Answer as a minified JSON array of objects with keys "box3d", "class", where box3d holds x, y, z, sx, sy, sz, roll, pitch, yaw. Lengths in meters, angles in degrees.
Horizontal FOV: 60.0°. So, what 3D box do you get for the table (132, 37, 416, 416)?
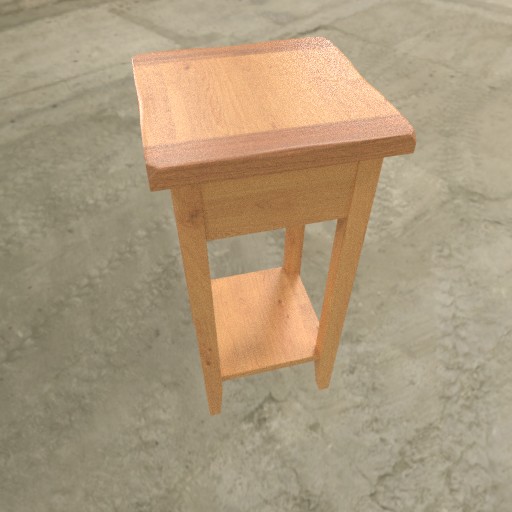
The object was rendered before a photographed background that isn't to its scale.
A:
[{"box3d":[0.000,0.000,0.946,0.360,0.740,0.360,-10,47,-10],"class":"table"}]
